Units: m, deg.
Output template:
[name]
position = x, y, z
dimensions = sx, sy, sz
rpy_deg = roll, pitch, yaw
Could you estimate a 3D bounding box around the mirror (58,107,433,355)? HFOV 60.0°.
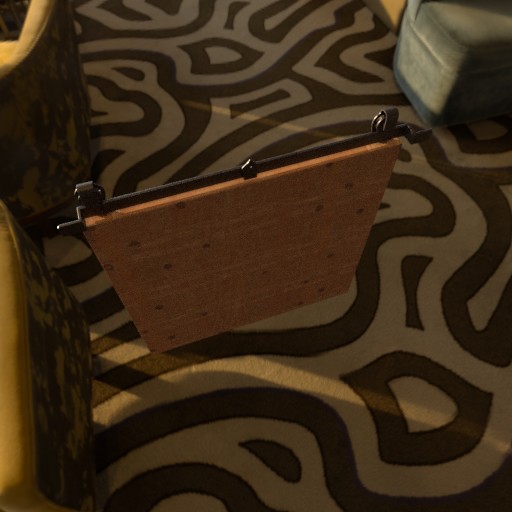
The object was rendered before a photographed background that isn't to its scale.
[mirror]
position = 0.000, 0.000, 1.202
dimensions = 0.805, 0.800, 0.054
rpy_deg = -16, 59, -10
